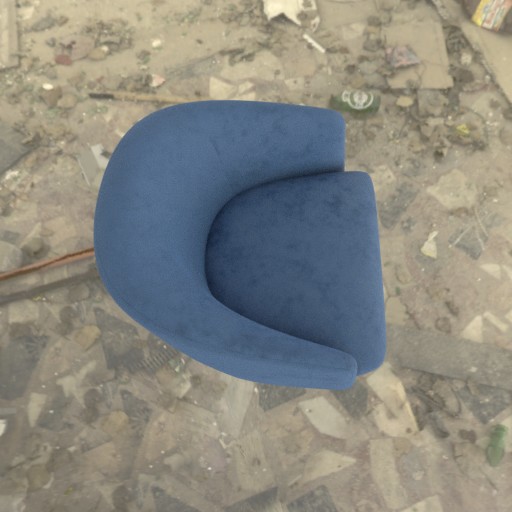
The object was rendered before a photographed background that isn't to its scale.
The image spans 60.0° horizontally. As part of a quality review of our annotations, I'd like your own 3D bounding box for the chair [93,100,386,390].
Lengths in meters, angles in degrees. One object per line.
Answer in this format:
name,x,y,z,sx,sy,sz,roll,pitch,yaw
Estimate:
chair,0.000,0.000,1.356,0.767,0.698,0.773,3,64,1
